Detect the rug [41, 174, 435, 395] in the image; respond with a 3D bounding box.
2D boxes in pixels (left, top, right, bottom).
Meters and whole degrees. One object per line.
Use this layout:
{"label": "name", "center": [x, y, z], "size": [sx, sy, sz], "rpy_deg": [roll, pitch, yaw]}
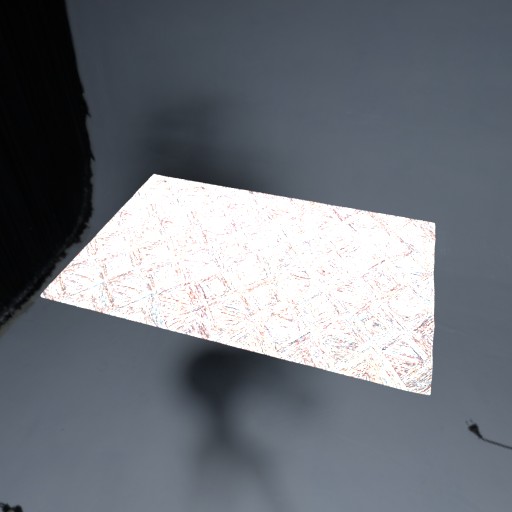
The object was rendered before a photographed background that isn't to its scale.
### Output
{"label": "rug", "center": [0.000, 0.000, 2.282], "size": [1.761, 0.014, 1.143], "rpy_deg": [12, 42, 13]}
